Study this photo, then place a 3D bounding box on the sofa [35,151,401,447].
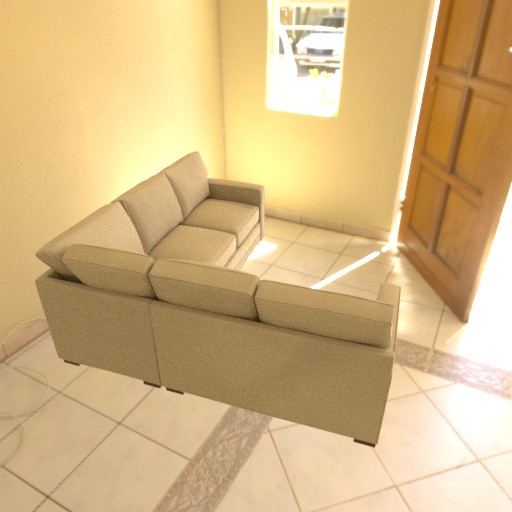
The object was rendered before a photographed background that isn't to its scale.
[{"bbox_3d":[0.000,0.000,3.461,2.182,0.939,2.189,10,32,16],"label":"sofa"}]
